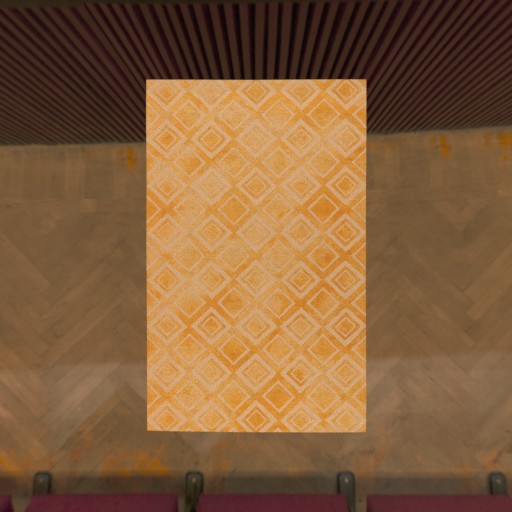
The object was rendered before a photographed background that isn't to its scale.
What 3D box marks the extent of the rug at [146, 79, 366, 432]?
[{"bbox_3d":[0.000,0.000,3.047,1.511,0.010,2.424,0,90,1],"label":"rug"}]
